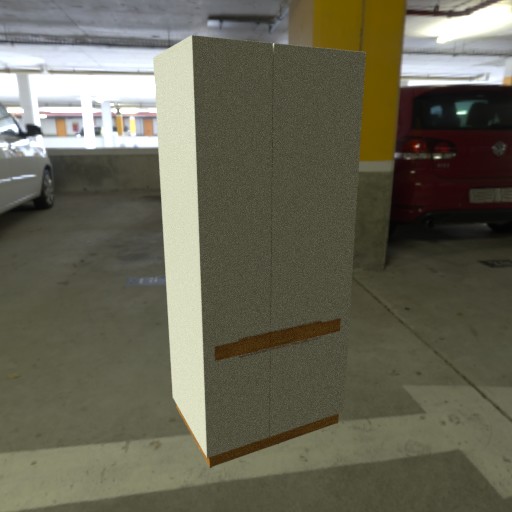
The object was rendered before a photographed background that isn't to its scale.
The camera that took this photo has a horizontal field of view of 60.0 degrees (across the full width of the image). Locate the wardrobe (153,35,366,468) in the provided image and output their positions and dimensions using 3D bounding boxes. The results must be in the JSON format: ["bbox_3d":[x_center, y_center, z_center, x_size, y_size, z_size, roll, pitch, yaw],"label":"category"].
[{"bbox_3d":[0.000,0.000,2.440,0.860,2.040,0.600,-8,17,-26],"label":"wardrobe"}]
